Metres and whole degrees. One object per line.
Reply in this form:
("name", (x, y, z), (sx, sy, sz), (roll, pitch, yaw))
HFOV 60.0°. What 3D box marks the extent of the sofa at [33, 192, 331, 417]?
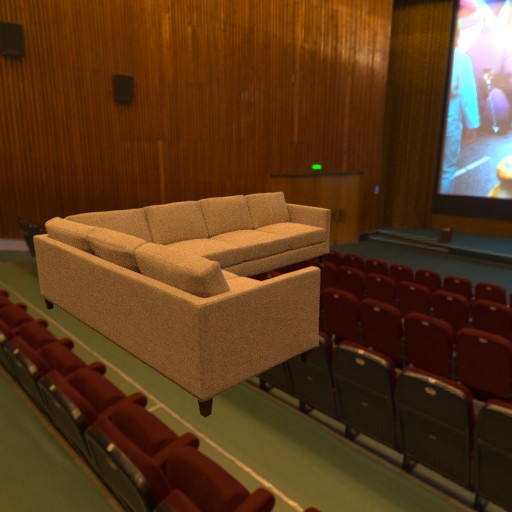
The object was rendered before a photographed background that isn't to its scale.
("sofa", (0.000, 0.000, 4.216), (3.182, 0.863, 2.432), (-14, 20, -43))
